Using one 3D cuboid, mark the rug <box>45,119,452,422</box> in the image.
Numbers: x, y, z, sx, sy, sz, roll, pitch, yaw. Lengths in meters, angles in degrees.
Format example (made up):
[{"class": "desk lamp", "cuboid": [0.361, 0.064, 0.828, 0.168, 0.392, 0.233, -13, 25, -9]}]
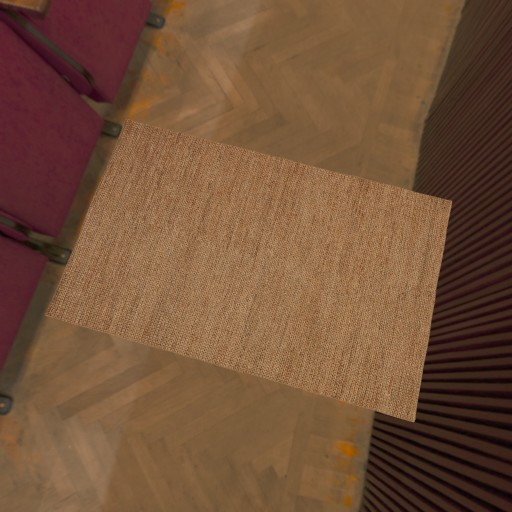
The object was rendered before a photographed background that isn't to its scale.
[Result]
[{"class": "rug", "cuboid": [0.000, 0.000, 3.004, 2.438, 0.034, 1.521, 15, 75, 4]}]
